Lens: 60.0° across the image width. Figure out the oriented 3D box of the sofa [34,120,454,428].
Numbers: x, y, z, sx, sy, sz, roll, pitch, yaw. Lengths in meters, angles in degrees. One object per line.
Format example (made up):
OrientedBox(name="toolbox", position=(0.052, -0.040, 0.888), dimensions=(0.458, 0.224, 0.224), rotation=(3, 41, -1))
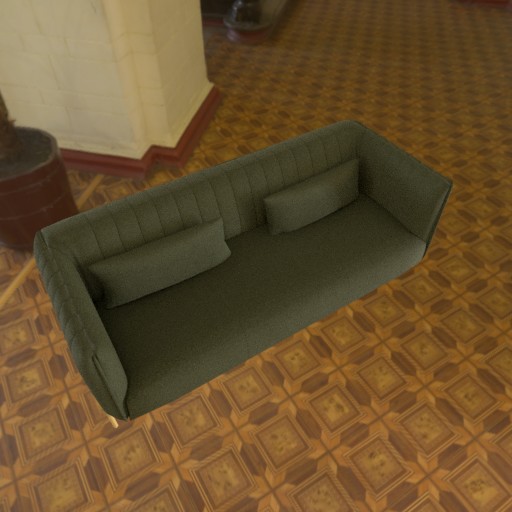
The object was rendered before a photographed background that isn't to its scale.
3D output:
OrientedBox(name="sofa", position=(0.000, 0.000, 2.549), dimensions=(2.137, 0.793, 0.896), rotation=(-25, 51, -22))
